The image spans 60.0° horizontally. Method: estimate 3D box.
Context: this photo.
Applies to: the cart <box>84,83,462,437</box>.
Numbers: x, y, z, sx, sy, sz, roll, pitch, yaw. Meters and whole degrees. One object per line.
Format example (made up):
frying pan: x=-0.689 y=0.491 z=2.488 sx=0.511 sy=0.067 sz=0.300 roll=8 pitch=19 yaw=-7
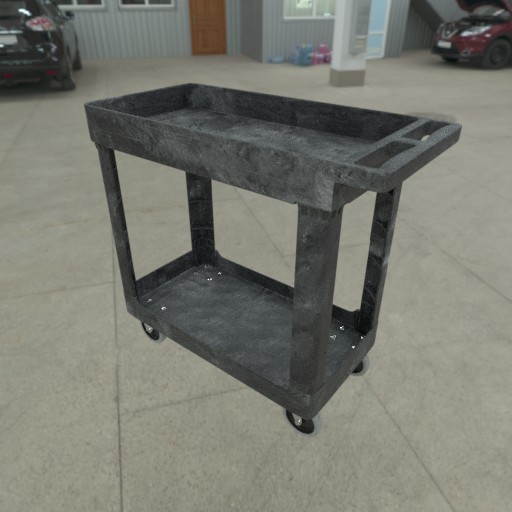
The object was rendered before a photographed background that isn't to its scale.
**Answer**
cart: x=0.000 y=0.000 z=1.304 sx=0.877 sy=0.824 sz=0.420 roll=22 pitch=37 yaw=32
